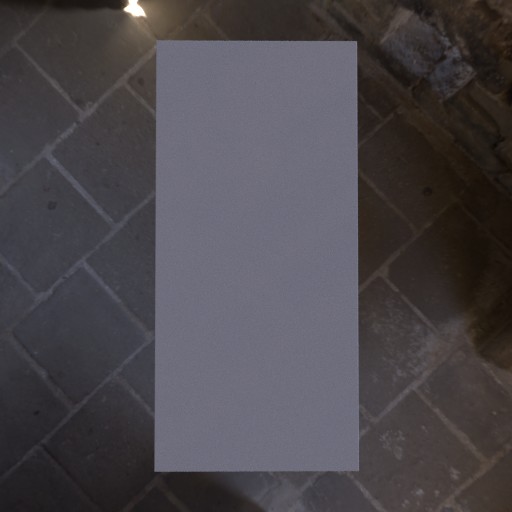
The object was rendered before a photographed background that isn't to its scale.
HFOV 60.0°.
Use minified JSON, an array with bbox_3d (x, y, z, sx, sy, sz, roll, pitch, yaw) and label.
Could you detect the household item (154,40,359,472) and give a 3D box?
[{"bbox_3d":[0.000,0.000,2.123,0.800,0.745,1.700,0,89,0],"label":"household item"}]
